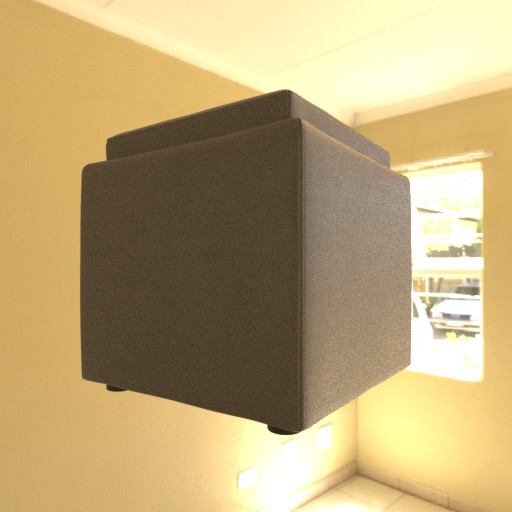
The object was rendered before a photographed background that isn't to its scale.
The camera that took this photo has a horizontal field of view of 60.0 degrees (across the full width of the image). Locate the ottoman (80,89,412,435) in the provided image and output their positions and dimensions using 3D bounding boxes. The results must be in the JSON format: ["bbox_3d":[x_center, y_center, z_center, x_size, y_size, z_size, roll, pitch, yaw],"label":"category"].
[{"bbox_3d":[0.000,0.000,0.815,0.450,0.460,0.451,-1,-2,35],"label":"ottoman"}]
